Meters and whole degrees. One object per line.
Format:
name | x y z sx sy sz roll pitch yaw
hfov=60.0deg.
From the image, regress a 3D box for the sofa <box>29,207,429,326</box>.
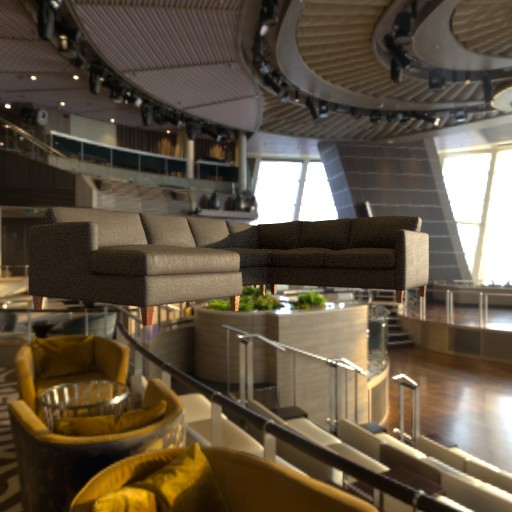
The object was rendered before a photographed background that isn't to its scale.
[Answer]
sofa | 0.000 0.000 4.579 2.594 0.961 3.460 0 0 36
